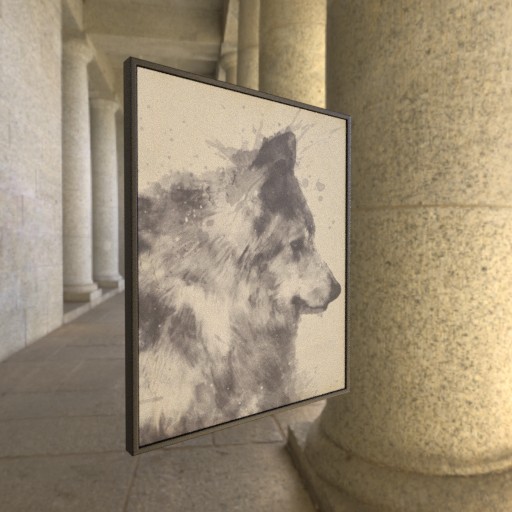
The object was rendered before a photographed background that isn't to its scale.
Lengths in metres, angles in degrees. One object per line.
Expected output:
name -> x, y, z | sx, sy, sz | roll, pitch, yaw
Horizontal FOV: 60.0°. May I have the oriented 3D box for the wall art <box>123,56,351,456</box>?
wall art -> 0.000, 0.000, 0.756 | 0.451, 0.551, 0.028 | -1, 1, -37
